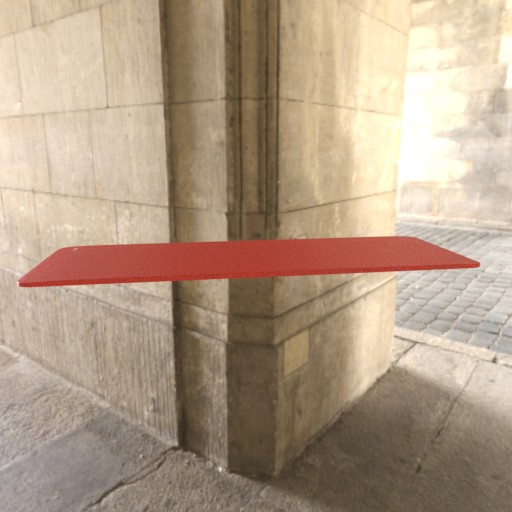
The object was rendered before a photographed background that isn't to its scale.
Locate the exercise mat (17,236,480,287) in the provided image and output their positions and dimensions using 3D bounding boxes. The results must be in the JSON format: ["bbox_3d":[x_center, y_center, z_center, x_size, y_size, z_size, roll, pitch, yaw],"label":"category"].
[{"bbox_3d":[0.000,0.000,2.026,1.869,0.021,0.616,-2,14,-8],"label":"exercise mat"}]
